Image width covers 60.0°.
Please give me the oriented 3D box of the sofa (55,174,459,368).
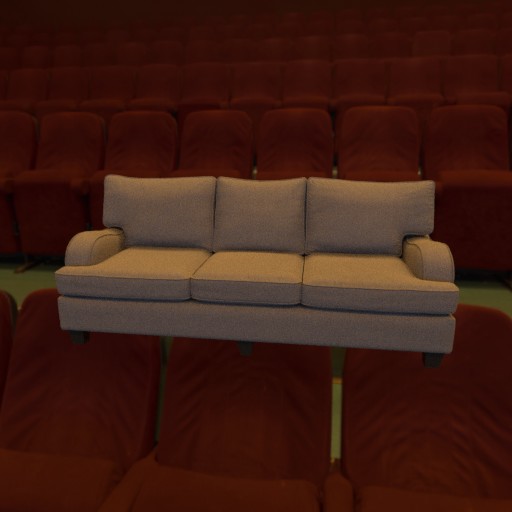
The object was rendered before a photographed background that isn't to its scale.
[{"bbox_3d":[0.000,0.000,2.924,2.323,0.991,1.016,2,15,8],"label":"sofa"}]
